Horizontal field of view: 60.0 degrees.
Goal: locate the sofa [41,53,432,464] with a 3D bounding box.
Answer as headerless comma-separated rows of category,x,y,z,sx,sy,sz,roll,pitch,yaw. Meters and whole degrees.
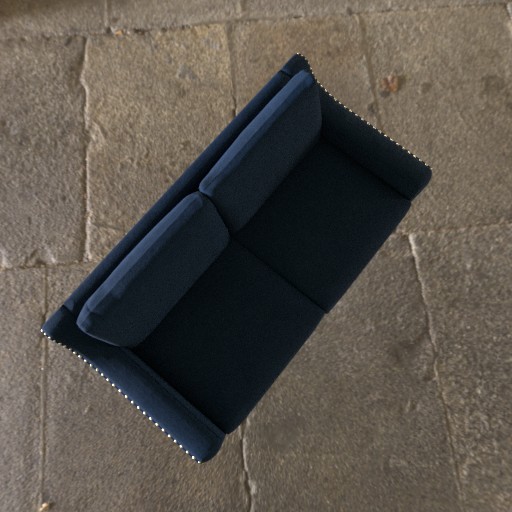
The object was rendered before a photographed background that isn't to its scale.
sofa,0.000,0.000,2.656,1.104,0.983,2.107,39,79,9
